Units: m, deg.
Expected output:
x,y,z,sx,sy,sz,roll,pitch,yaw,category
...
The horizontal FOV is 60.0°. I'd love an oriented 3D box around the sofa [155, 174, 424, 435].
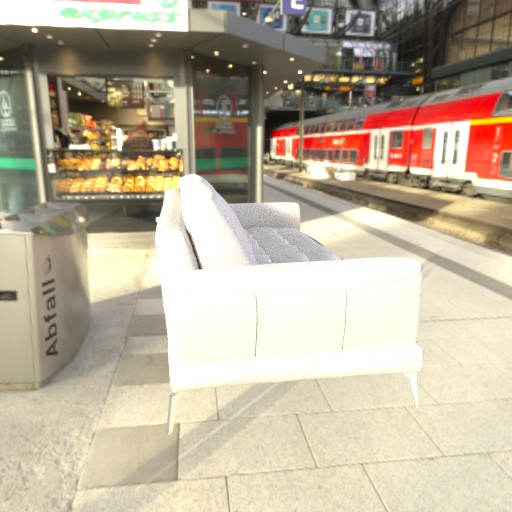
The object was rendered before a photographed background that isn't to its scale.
x,y,z,sx,sy,sz,roll,pitch,yaw,category
0.000,0.000,2.761,1.121,0.930,2.177,-2,14,-10,sofa
